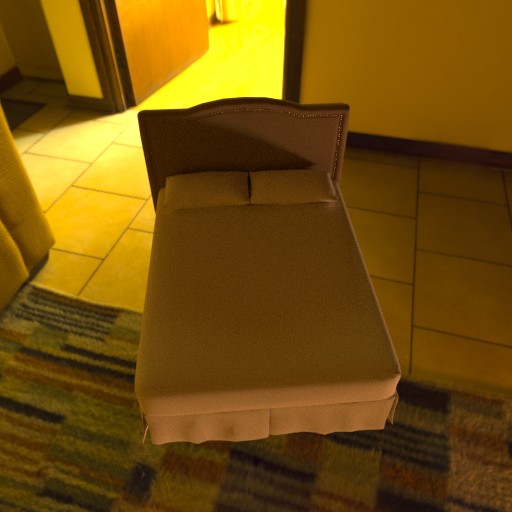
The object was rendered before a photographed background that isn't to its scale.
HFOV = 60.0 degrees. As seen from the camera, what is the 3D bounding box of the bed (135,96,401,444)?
[{"bbox_3d":[0.000,0.000,3.236,1.744,1.441,2.128,-3,46,-3],"label":"bed"}]
